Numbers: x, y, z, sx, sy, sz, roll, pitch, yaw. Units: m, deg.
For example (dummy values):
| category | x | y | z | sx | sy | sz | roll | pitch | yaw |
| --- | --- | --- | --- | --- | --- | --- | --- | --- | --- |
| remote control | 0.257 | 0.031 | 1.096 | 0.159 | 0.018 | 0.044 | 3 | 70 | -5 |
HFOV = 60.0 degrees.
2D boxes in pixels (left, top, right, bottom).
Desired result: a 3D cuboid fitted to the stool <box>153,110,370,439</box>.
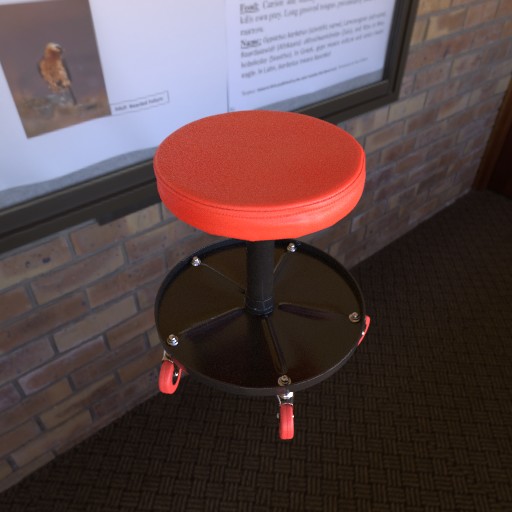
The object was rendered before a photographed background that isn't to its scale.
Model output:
| category | x | y | z | sx | sy | sz | roll | pitch | yaw |
| --- | --- | --- | --- | --- | --- | --- | --- | --- | --- |
| stool | 0.000 | 0.000 | 0.689 | 0.382 | 0.365 | 0.381 | 12 | 42 | 14 |
